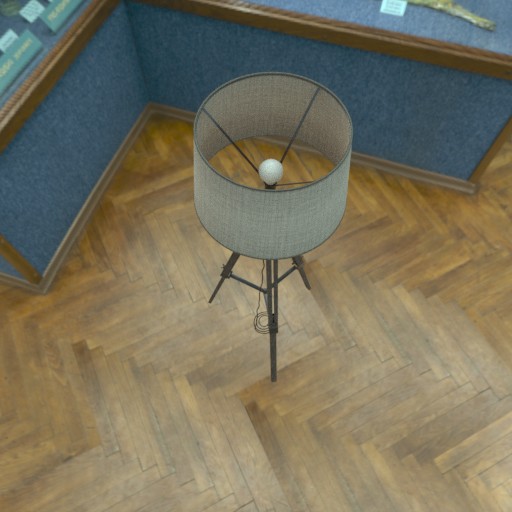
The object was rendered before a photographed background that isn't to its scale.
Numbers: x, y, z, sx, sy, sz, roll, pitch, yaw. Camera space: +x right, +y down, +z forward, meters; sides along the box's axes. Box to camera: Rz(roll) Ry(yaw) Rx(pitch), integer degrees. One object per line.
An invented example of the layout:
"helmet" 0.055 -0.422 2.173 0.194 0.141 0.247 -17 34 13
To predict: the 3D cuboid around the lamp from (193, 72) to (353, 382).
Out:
"lamp" 0.000 0.000 1.844 0.587 1.510 0.604 18 63 10
